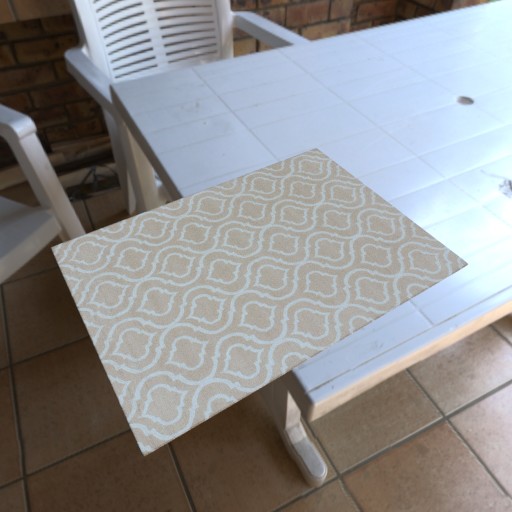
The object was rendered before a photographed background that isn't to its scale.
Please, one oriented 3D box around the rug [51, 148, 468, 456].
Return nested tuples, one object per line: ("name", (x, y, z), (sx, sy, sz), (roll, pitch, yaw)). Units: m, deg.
("rug", (0.000, 0.000, 2.774), (2.134, 0.010, 1.524), (-25, 51, -22))
